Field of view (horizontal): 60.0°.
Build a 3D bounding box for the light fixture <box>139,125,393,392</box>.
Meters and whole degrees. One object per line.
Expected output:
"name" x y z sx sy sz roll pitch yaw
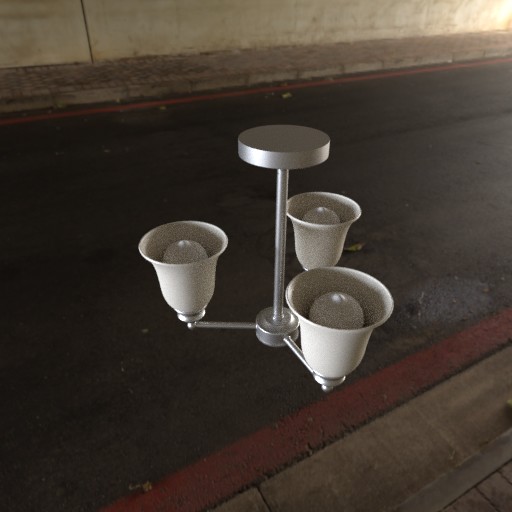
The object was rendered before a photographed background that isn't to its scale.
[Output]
"light fixture" 0.000 0.000 0.683 0.354 0.370 0.388 1 32 2
